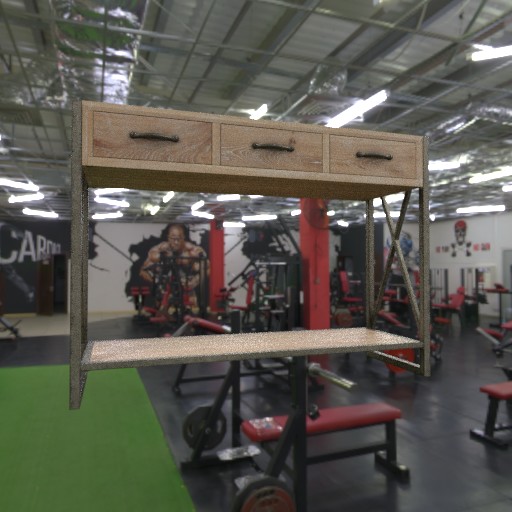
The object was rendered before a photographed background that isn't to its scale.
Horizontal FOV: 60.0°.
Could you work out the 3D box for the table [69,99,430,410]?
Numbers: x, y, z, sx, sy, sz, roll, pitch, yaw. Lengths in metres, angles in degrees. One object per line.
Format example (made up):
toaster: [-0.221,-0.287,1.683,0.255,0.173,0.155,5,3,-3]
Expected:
table: [0.000,0.000,1.402,1.059,0.763,0.361,0,-1,-18]
